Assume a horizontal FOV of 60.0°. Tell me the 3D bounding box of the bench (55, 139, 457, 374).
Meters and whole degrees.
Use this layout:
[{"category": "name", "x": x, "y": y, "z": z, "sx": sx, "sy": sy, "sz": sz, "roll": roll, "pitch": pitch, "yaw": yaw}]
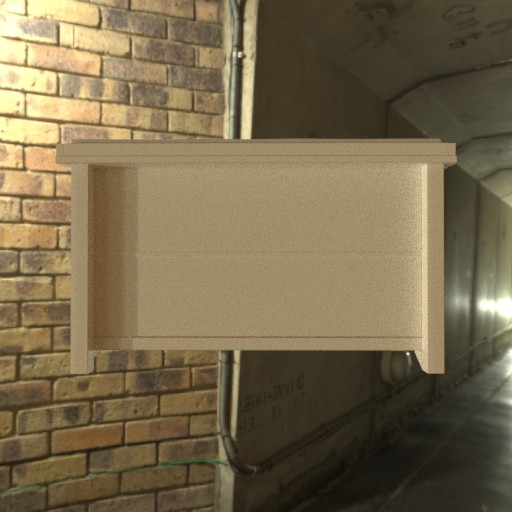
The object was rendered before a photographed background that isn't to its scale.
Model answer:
[{"category": "bench", "x": 0.000, "y": 0.000, "z": 1.259, "sx": 0.987, "sy": 0.589, "sz": 0.346, "roll": 0, "pitch": 0, "yaw": 0}]
